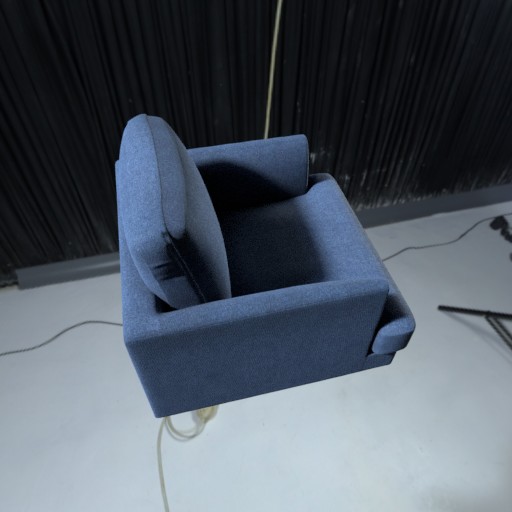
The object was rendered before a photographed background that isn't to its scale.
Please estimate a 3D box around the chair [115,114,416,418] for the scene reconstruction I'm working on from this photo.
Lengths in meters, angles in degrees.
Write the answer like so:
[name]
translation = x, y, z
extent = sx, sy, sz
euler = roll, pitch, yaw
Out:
[chair]
translation = 0.000, 0.000, 1.632
extent = 0.899, 0.957, 0.858
euler = -10, 49, -9
